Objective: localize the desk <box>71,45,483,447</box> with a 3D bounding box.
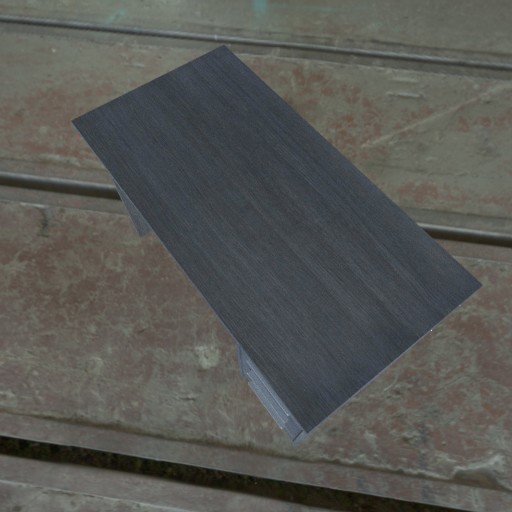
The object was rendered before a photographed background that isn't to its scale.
[{"bbox_3d":[0.000,0.000,1.526,0.560,0.730,1.096,-34,68,-16],"label":"desk"}]
